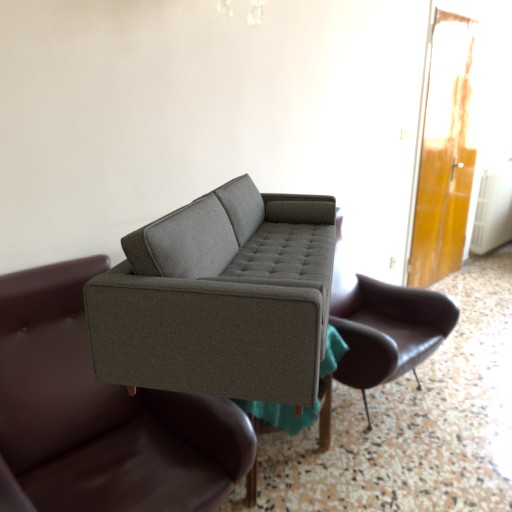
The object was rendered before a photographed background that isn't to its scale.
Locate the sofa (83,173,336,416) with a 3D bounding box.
[{"bbox_3d":[0.000,0.000,2.653,0.914,0.762,2.198,3,18,11],"label":"sofa"}]
